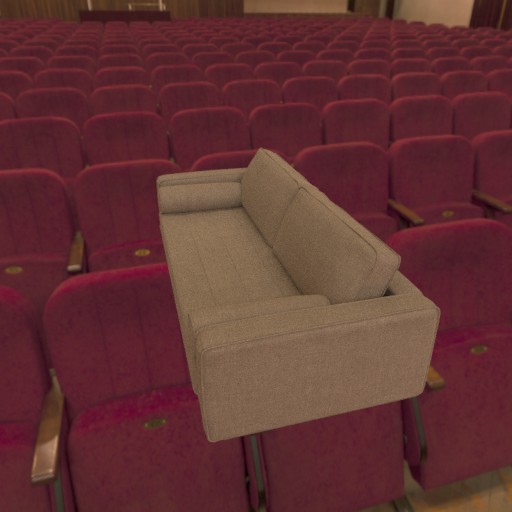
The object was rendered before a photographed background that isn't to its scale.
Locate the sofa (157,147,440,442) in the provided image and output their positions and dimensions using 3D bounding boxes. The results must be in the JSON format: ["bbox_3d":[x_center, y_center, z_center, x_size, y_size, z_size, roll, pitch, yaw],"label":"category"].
[{"bbox_3d":[0.000,0.000,2.373,0.914,0.762,1.879,-7,29,-14],"label":"sofa"}]
